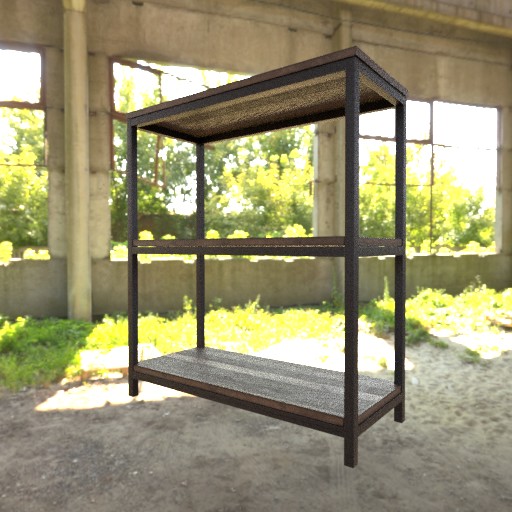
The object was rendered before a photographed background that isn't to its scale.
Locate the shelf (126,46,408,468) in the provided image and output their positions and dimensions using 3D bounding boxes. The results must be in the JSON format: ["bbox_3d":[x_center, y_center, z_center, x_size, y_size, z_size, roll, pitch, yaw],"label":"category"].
[{"bbox_3d":[0.000,0.000,1.379,0.822,0.947,0.352,1,1,37],"label":"shelf"}]
